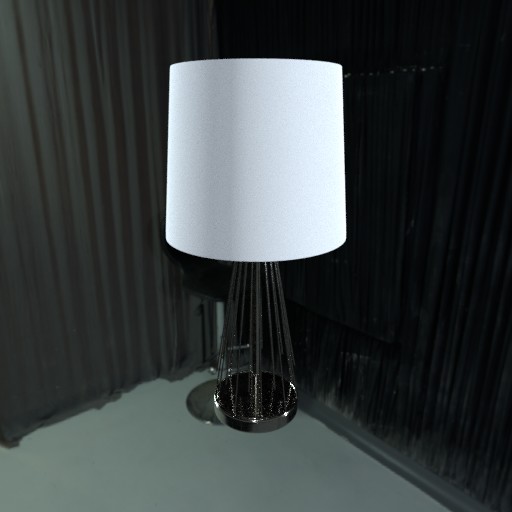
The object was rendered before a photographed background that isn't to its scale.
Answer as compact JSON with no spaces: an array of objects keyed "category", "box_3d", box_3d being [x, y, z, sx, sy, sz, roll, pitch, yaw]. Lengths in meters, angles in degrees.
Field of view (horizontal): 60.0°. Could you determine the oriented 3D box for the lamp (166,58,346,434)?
[{"category":"lamp","box_3d":[0.000,0.000,0.773,0.303,0.618,0.303,0,18,0]}]
